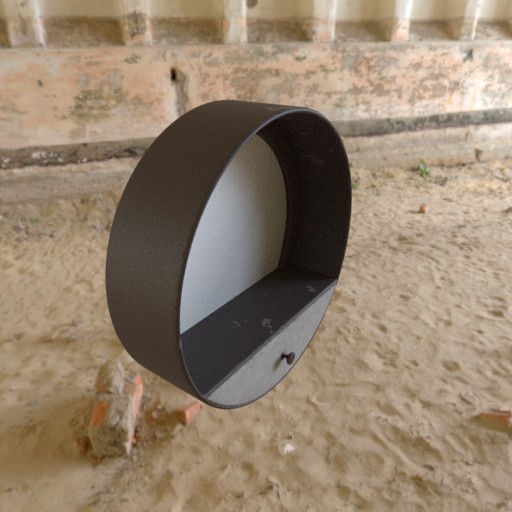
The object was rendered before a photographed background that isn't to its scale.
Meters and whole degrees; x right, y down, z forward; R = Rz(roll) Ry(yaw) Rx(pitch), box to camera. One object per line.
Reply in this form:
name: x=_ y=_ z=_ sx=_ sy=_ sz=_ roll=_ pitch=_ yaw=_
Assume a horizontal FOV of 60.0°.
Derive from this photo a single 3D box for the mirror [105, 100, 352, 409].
mirror: x=0.000 y=0.000 z=0.591 sx=0.126 sy=0.386 sz=0.386 roll=18 pitch=32 yaw=32
